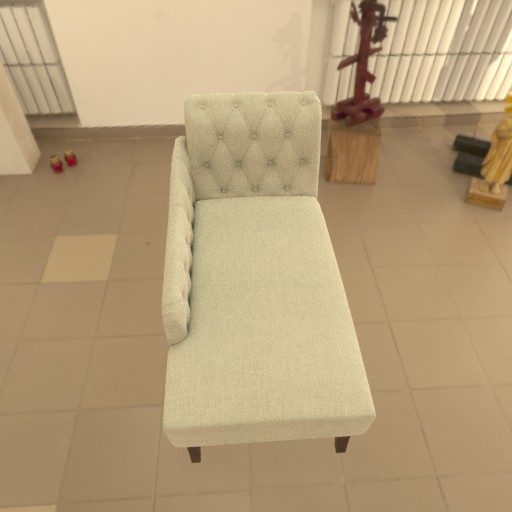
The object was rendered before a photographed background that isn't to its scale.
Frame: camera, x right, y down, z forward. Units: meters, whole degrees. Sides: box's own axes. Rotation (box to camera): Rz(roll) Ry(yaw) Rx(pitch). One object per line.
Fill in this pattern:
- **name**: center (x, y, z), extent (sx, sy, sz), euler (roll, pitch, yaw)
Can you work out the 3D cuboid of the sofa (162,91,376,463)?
- **sofa**: center (0.000, 0.000, 1.813), extent (0.675, 0.787, 1.379), euler (-3, 47, -3)
